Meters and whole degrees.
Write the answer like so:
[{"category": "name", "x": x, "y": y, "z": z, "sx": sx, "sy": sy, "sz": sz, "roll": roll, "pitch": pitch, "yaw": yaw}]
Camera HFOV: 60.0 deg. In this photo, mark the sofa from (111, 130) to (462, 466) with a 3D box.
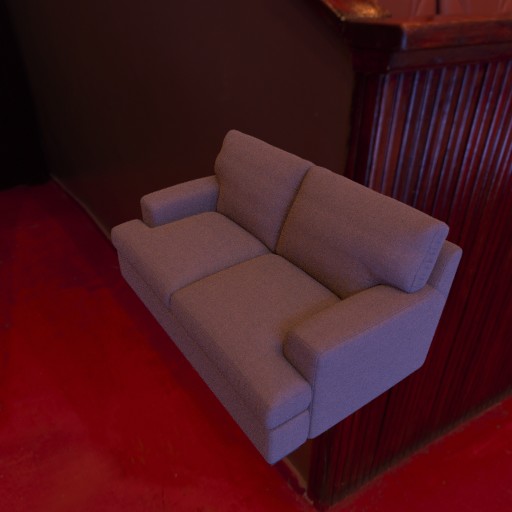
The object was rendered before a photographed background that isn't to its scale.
[{"category": "sofa", "x": 0.000, "y": 0.000, "z": 2.577, "sx": 1.140, "sy": 0.950, "sz": 1.869, "roll": -20, "pitch": 38, "yaw": -29}]
